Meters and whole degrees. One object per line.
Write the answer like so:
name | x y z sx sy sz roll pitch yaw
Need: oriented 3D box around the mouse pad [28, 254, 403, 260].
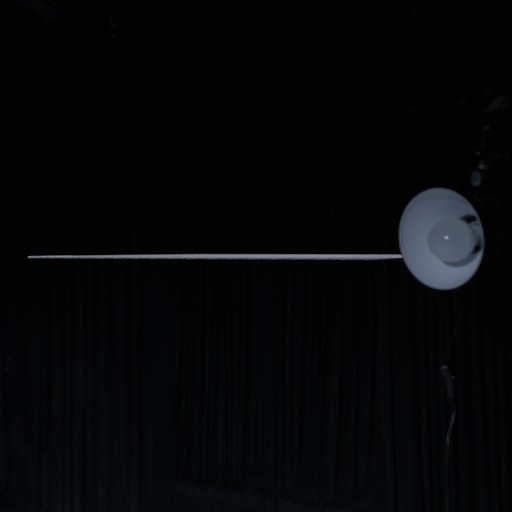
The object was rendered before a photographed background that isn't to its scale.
mouse pad | 0.000 0.000 0.629 0.393 0.002 0.451 0 1 18
